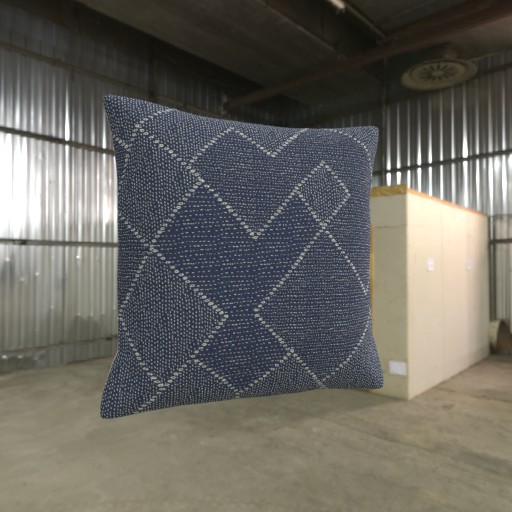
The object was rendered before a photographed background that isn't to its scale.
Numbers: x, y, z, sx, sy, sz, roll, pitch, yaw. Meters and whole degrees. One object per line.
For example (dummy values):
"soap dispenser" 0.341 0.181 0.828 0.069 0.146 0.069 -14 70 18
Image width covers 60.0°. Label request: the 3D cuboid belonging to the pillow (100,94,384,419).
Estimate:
"pillow" 0.000 0.000 0.658 0.435 0.428 0.148 0 0 -19
